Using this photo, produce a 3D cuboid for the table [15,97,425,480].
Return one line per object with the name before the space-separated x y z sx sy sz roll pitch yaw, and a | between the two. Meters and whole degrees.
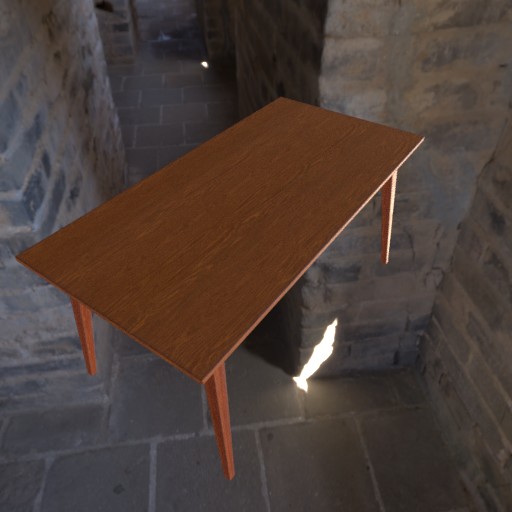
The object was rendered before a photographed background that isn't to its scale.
table | 0.000 0.000 2.024 0.811 0.755 1.609 25 48 25
